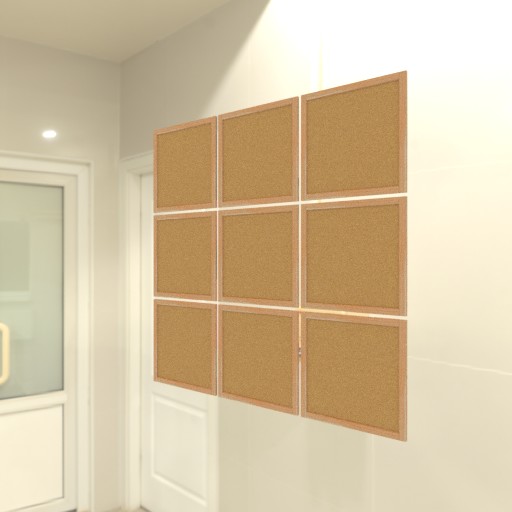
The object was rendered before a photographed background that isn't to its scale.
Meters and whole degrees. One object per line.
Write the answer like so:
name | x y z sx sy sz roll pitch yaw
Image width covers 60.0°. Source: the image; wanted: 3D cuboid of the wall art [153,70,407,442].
wall art | 0.000 0.000 1.809 1.216 1.220 0.013 0 0 35
